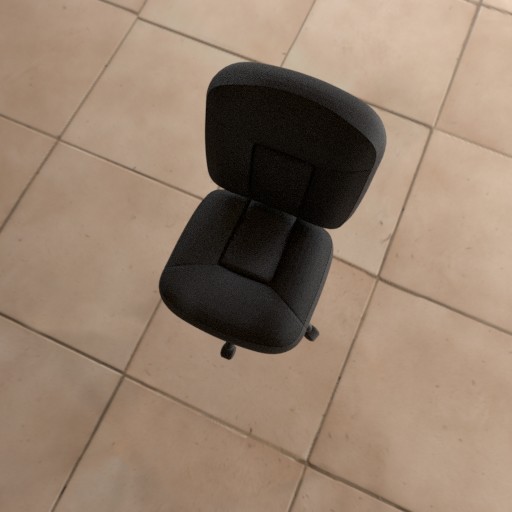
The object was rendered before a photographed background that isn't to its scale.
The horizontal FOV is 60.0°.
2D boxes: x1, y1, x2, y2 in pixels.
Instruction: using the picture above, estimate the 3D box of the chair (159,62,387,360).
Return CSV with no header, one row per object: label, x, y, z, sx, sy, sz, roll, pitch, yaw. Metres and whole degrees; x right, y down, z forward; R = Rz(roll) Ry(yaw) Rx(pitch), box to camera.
chair,0.000,0.000,1.362,0.610,0.972,0.610,22,75,6
